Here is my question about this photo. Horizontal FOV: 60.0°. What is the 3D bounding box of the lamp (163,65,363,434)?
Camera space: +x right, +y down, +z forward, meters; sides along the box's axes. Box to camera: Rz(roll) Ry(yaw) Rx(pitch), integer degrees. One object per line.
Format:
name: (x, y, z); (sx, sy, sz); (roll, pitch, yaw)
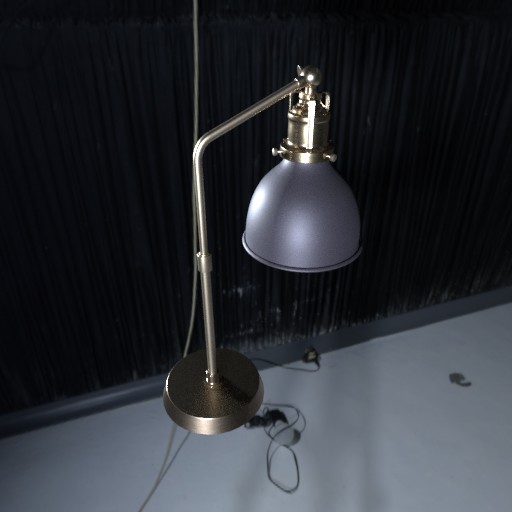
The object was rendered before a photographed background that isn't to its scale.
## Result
lamp: (0.000, 0.000, 0.580); (0.291, 0.456, 0.160); (-11, 33, -18)
